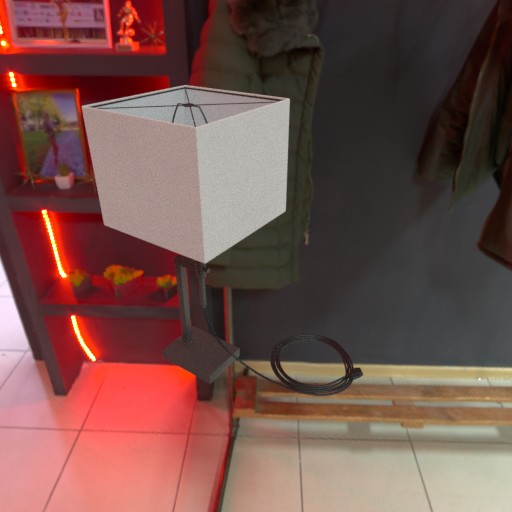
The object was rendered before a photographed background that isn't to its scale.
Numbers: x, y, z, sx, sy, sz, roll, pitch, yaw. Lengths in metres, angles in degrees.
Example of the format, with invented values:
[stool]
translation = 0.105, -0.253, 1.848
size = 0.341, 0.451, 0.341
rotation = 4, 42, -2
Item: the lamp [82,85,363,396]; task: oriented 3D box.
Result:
[lamp]
translation = 0.000, 0.000, 0.997
size = 0.504, 0.660, 0.399
rotation = 19, 35, 30
